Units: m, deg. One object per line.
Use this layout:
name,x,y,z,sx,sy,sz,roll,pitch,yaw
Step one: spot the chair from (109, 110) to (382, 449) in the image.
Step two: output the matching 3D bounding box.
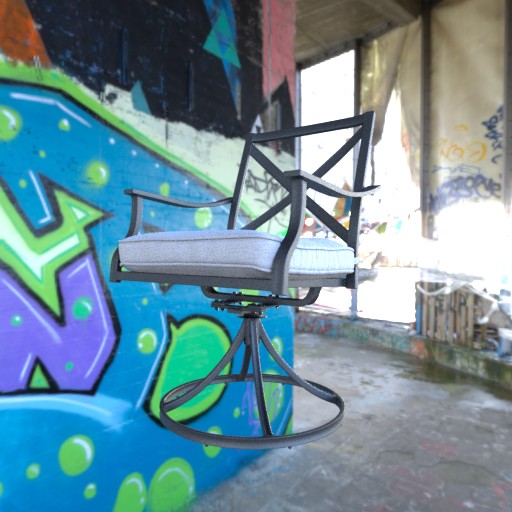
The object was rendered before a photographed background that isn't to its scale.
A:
chair,0.000,0.000,1.285,0.575,0.889,0.620,1,2,36
